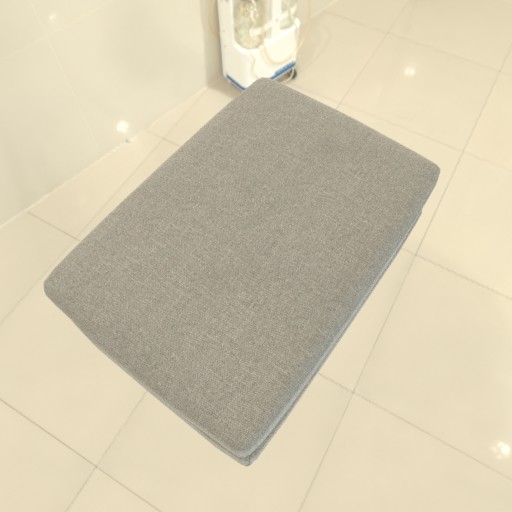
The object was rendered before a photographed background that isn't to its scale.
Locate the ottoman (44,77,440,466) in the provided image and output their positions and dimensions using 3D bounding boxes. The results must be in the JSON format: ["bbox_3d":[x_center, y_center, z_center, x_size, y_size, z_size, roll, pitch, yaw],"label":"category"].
[{"bbox_3d":[0.000,0.000,1.155,0.584,0.457,0.838,33,67,16],"label":"ottoman"}]
